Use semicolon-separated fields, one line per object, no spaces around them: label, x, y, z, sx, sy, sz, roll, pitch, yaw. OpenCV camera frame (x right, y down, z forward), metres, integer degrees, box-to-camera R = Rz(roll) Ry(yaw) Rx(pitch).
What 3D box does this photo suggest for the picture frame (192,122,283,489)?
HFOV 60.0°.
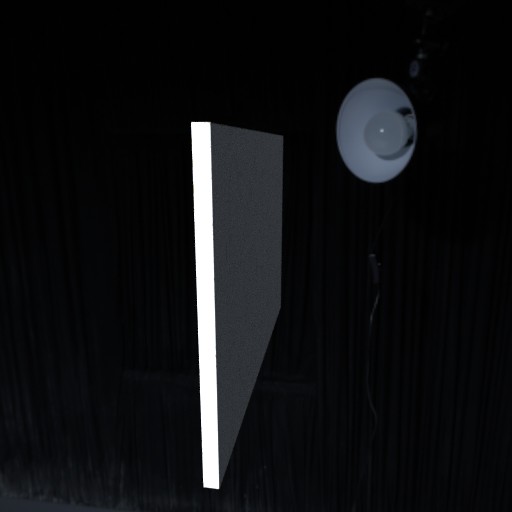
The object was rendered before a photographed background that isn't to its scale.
picture frame;0.000;0.000;1.186;0.029;0.640;0.950;2;14;10
